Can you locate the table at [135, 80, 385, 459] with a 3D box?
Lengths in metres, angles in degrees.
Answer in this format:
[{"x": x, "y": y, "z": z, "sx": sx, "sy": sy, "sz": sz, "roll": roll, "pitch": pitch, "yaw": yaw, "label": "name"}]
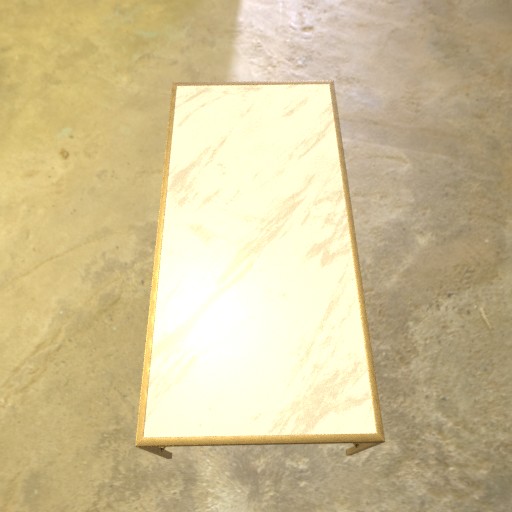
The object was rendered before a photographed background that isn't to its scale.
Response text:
[{"x": 0.000, "y": 0.000, "z": 1.477, "sx": 0.577, "sy": 0.405, "sz": 1.197, "roll": -1, "pitch": 62, "yaw": 0, "label": "table"}]
